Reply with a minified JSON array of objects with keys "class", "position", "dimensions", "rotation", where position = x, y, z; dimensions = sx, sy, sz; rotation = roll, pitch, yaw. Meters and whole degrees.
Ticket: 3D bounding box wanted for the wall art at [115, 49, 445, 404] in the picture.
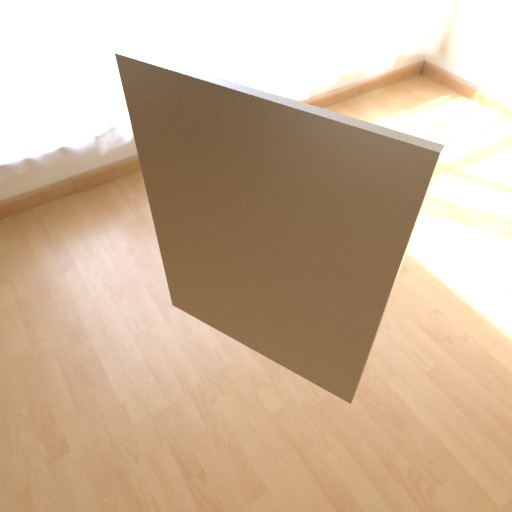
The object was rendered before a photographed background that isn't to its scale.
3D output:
[{"class":"wall art","position":[0.000,0.000,1.350],"dimensions":[0.816,1.046,0.030],"rotation":[25,52,21]}]
